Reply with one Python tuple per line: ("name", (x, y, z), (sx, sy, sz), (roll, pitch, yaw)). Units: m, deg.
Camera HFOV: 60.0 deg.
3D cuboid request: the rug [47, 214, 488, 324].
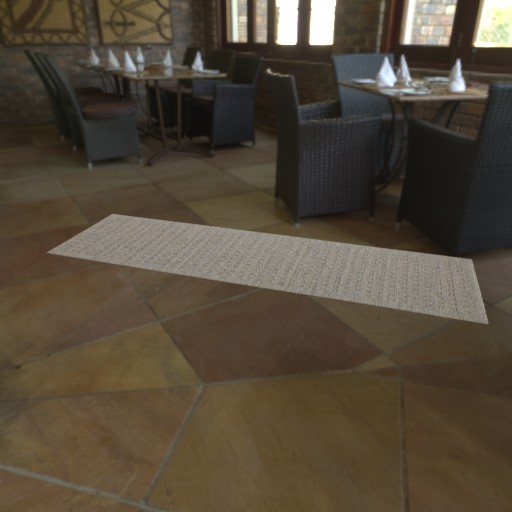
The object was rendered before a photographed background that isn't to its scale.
("rug", (0.000, 0.000, 2.639), (2.437, 0.005, 0.688), (8, 27, 16))
